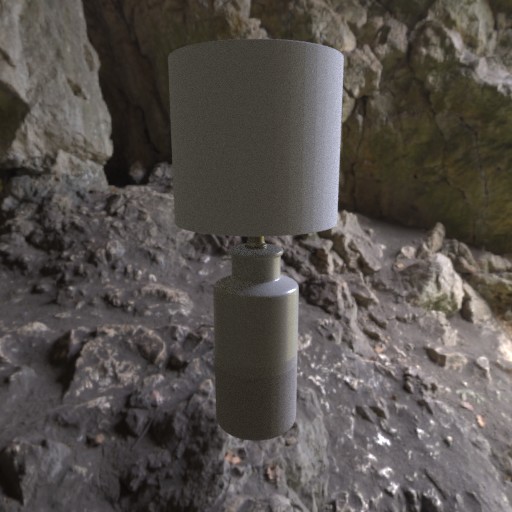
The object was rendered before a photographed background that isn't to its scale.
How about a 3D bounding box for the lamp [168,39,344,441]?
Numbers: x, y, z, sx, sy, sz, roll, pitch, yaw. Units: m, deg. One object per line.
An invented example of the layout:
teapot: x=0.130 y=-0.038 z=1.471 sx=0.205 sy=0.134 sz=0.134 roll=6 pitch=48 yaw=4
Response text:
lamp: x=0.000 y=0.000 z=0.599 sx=0.212 sy=0.493 sz=0.212 roll=6 pitch=14 yaw=25
